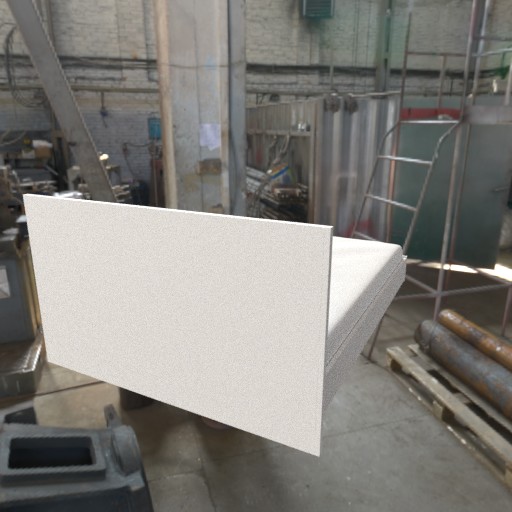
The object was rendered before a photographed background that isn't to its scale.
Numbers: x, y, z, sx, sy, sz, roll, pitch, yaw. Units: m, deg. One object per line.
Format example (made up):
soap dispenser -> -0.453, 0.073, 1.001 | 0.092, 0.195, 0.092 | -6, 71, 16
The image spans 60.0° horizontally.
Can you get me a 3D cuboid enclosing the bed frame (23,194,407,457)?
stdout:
bed frame -> 0.000, 0.000, 3.020 | 1.711, 1.001, 2.100 | 8, 19, 26
